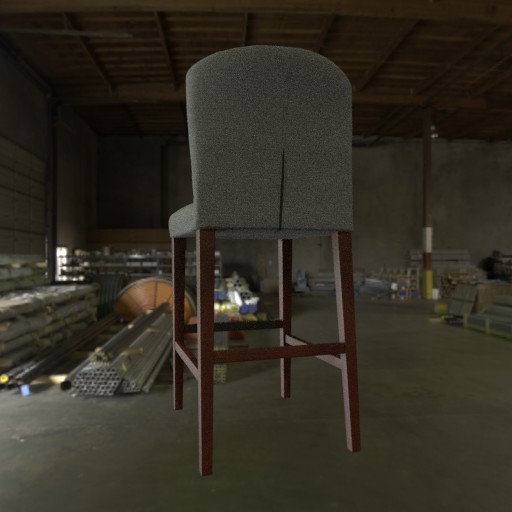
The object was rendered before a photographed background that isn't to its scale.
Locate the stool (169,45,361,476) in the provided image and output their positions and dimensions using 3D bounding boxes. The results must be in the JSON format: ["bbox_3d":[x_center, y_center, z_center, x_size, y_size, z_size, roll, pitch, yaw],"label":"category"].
[{"bbox_3d":[0.000,0.000,1.386,0.486,1.069,0.568,0,0,-18],"label":"stool"}]
